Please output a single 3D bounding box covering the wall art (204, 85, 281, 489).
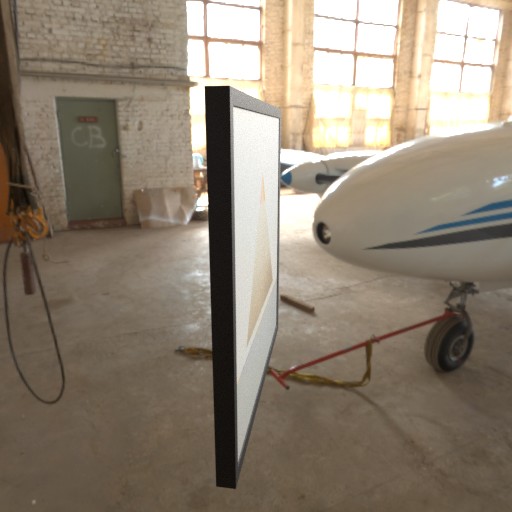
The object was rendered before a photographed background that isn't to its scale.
[{"bbox_3d":[0.000,0.000,0.775,0.028,0.511,0.513,2,16,9],"label":"wall art"}]
